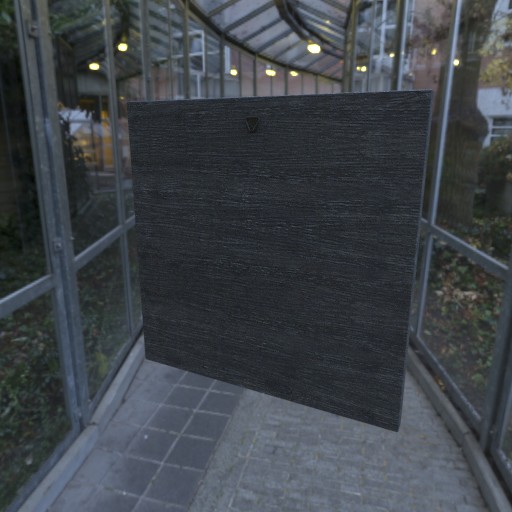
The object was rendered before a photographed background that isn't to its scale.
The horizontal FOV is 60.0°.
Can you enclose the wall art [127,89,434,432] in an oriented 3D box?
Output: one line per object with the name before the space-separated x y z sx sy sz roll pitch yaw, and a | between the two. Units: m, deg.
wall art | 0.000 0.000 0.678 0.462 0.459 0.027 8 17 26
